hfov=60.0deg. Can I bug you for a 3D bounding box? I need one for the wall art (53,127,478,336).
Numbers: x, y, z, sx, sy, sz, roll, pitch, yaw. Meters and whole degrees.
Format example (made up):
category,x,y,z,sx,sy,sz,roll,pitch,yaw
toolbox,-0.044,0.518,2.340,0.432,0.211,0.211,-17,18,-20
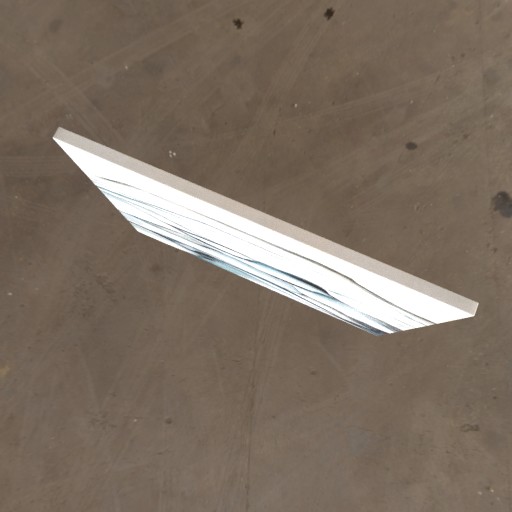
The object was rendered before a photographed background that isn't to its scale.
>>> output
category,x,y,z,sx,sy,sz,roll,pitch,yaw
wall art,0.000,0.000,1.618,1.219,0.915,0.039,23,78,5
